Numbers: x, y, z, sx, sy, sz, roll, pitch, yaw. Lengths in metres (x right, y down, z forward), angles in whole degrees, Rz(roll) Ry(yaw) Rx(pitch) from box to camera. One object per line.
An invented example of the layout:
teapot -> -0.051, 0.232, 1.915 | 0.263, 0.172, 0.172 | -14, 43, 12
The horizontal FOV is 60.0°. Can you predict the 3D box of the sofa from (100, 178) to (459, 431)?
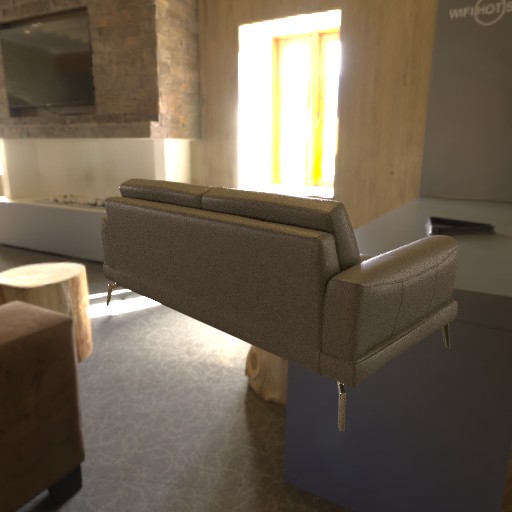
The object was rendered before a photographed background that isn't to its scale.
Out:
sofa -> 0.000, 0.000, 2.812 | 2.177, 0.930, 1.121 | 14, 20, 43
